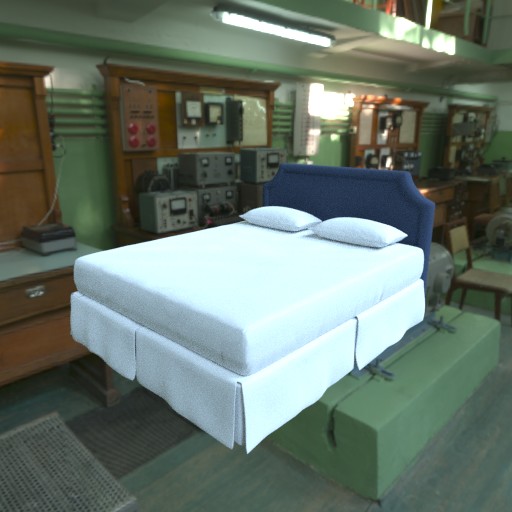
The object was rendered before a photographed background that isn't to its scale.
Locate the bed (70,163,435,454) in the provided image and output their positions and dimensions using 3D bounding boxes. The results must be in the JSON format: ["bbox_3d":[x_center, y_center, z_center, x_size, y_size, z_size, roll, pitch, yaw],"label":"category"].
[{"bbox_3d":[0.000,0.000,4.171,2.350,1.488,2.773,15,22,41],"label":"bed"}]
